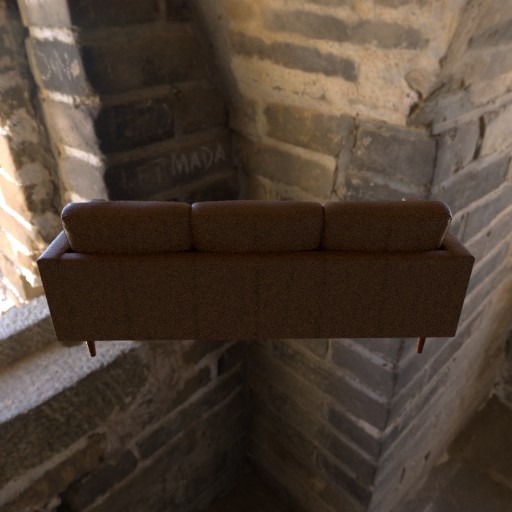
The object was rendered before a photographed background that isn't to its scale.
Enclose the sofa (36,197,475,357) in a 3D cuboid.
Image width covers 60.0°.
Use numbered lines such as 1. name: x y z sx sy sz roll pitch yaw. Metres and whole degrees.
1. sofa: 0.000 0.000 2.742 2.231 0.930 0.903 0 28 -1
